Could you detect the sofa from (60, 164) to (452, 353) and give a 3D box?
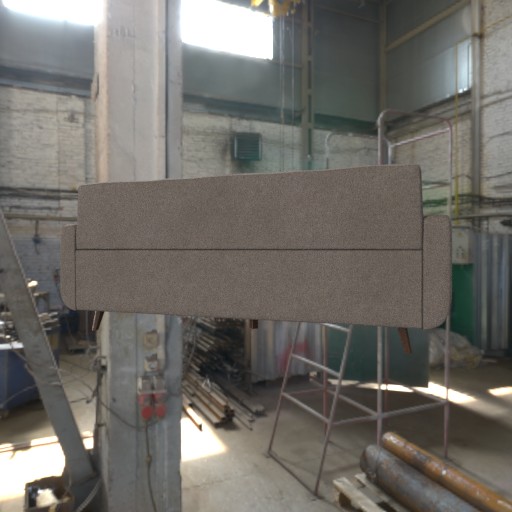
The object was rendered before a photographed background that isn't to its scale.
[{"bbox_3d":[0.000,0.000,2.581,2.029,0.841,0.909,0,1,19],"label":"sofa"}]
